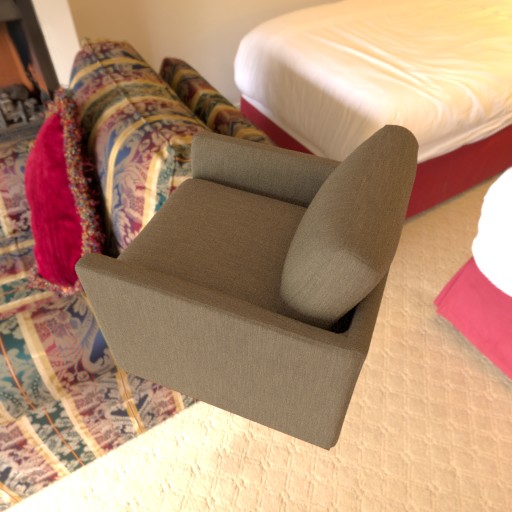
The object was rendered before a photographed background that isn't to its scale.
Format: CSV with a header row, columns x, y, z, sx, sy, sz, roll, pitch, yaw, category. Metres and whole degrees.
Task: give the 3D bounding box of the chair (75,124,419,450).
x,y,z,sx,sy,sz,roll,pitch,yaw,category
0.000,0.000,1.480,0.834,0.811,0.763,16,48,15,chair
